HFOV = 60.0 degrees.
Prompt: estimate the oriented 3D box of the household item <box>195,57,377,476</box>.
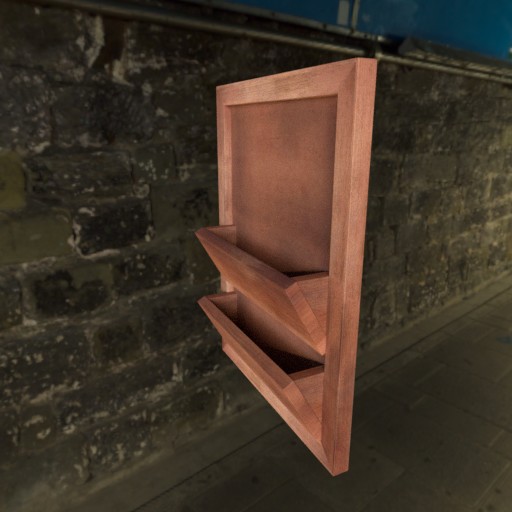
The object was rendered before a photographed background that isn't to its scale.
[{"bbox_3d":[0.000,0.000,0.536,0.067,0.407,0.310,-8,18,-25],"label":"household item"}]
